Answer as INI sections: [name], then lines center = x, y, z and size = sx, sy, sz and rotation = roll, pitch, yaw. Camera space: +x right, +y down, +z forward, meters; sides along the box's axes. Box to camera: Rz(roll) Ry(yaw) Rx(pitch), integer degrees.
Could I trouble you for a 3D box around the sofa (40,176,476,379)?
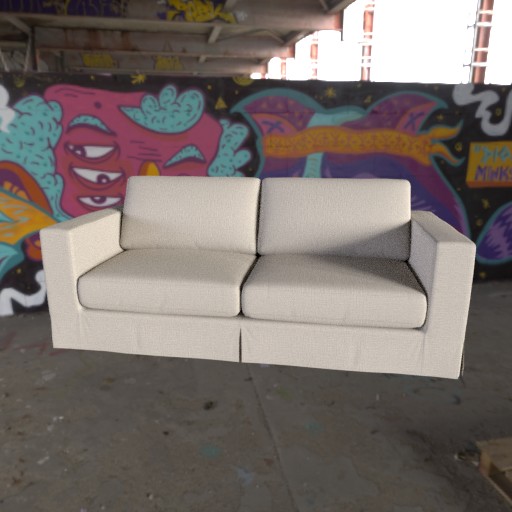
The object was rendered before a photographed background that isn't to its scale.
[sofa]
center = 0.000, 0.000, 2.618
size = 2.163, 0.881, 0.954
rotation = 2, 15, 9
